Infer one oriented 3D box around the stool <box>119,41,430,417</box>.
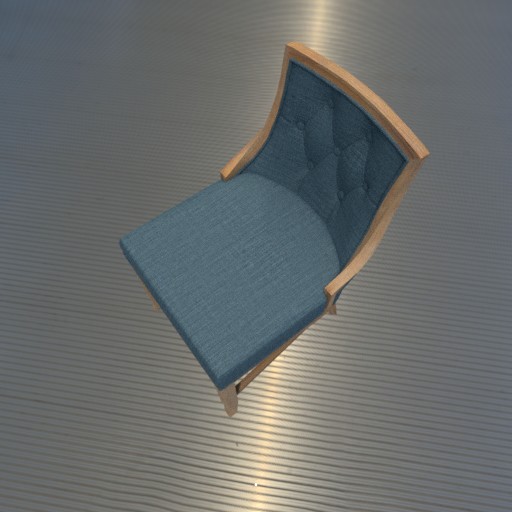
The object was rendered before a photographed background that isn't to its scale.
[{"bbox_3d":[0.000,0.000,1.322,0.626,0.938,0.524,-34,68,-16],"label":"stool"}]
